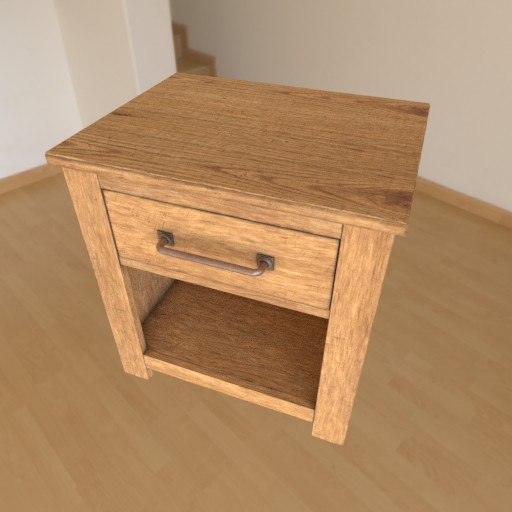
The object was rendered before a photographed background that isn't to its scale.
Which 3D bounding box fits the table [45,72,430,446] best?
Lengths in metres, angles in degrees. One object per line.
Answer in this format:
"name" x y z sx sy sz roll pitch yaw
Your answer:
"table" 0.000 0.000 1.031 0.601 0.625 0.494 13 41 16
